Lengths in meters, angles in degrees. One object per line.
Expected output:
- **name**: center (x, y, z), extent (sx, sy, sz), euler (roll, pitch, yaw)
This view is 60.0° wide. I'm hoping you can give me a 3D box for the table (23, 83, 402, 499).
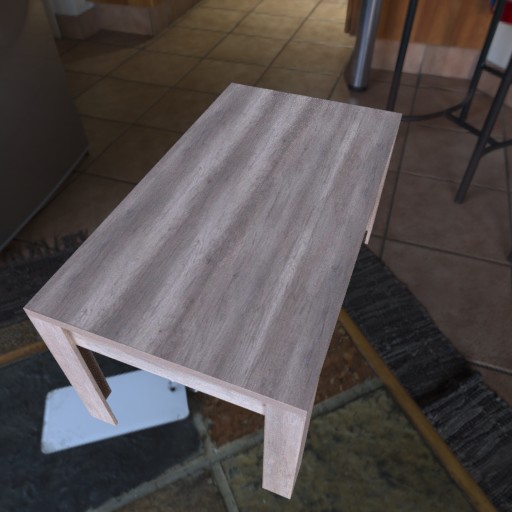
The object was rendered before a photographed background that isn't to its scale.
- **table**: center (0.000, 0.000, 2.030), extent (0.900, 0.775, 1.600), euler (16, 49, 14)
